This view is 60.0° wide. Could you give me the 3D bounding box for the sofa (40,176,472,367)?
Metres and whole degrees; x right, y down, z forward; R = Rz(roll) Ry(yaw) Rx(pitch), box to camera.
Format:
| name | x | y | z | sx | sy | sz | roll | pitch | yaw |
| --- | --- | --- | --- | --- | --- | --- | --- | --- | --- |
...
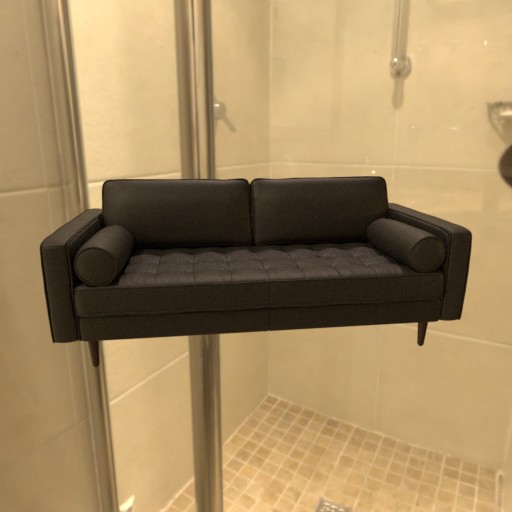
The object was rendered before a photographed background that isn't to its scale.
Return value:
| name | x | y | z | sx | sy | sz | roll | pitch | yaw |
| --- | --- | --- | --- | --- | --- | --- | --- | --- | --- |
| sofa | 0.000 | 0.000 | 2.324 | 1.879 | 0.770 | 0.921 | -2 | 15 | -7 |
